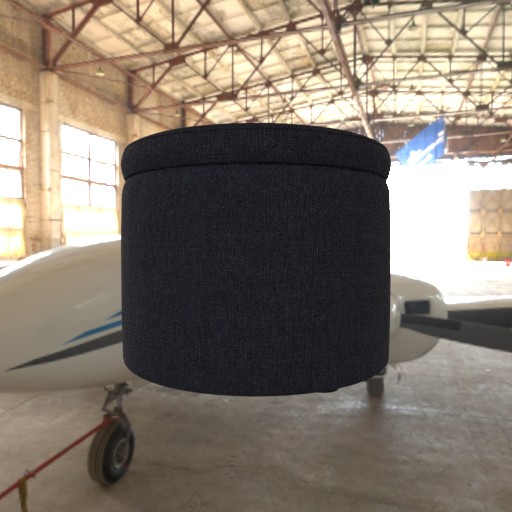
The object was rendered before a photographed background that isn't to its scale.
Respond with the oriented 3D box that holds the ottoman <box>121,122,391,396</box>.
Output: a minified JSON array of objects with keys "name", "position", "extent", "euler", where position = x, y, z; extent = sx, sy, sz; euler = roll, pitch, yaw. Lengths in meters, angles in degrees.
[{"name":"ottoman","position":[0.000,0.000,0.893],"extent":[0.520,0.430,0.520],"euler":[0,2,0]}]
